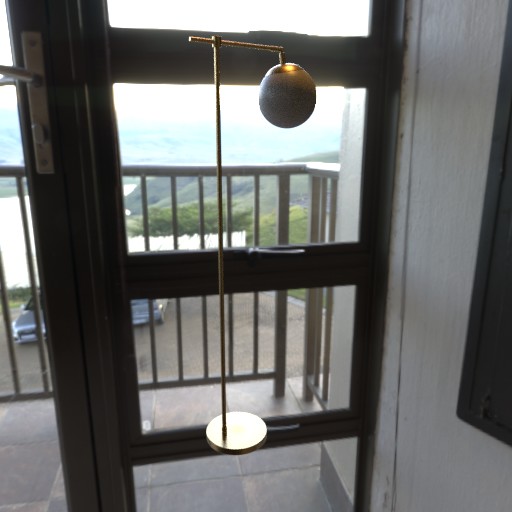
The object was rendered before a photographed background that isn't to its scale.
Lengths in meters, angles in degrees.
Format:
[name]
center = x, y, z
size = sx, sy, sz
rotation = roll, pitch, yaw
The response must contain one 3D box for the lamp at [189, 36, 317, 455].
[lamp]
center = 0.000, 0.000, 1.692
size = 0.476, 1.505, 0.249
rotation = -7, 16, -27
